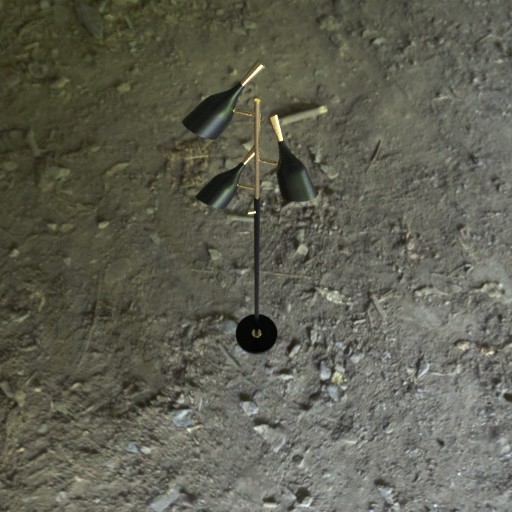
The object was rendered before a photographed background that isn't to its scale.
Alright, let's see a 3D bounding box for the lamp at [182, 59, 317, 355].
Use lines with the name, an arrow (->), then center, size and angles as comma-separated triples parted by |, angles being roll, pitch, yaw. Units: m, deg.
lamp -> 0.000, 0.000, 1.920 | 0.434, 1.778, 0.253 | 15, 59, 10
